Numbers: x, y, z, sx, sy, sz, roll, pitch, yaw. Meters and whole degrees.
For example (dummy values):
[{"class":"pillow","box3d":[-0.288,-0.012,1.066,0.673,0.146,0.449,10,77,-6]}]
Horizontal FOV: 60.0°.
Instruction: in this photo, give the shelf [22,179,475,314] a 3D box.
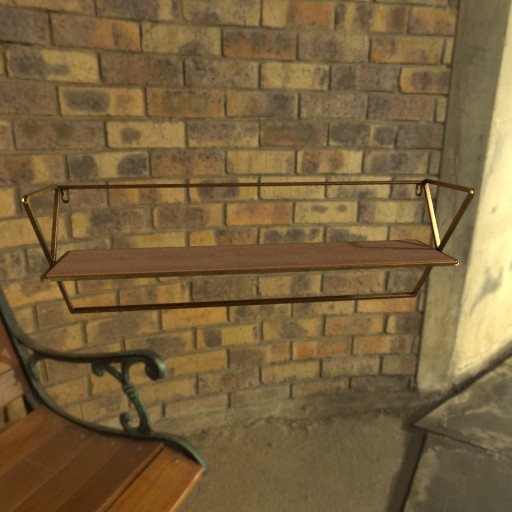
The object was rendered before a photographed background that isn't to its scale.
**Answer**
[{"class":"shelf","box3d":[0.000,0.000,0.728,0.645,0.229,0.150,-2,16,-7]}]
